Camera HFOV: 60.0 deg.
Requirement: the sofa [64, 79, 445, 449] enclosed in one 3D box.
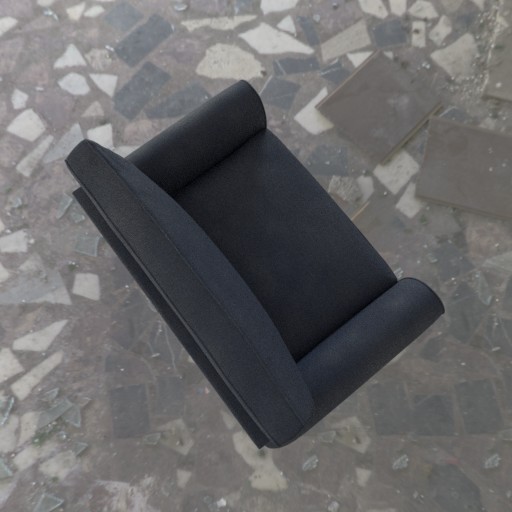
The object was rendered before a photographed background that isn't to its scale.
[{"bbox_3d":[0.000,0.000,2.009,0.938,1.004,1.405,-37,79,-8],"label":"sofa"}]
